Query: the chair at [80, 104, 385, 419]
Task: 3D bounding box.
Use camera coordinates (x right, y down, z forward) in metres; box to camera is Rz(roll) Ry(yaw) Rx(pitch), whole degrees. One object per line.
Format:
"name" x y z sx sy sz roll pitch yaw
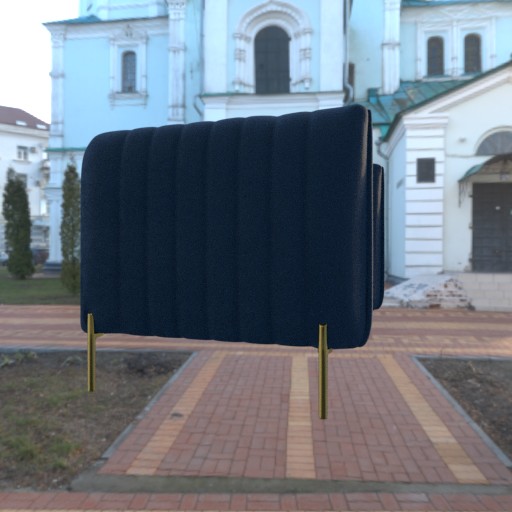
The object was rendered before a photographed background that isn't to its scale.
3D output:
"chair" 0.000 0.000 1.622 0.877 0.793 0.947 0 1 18
